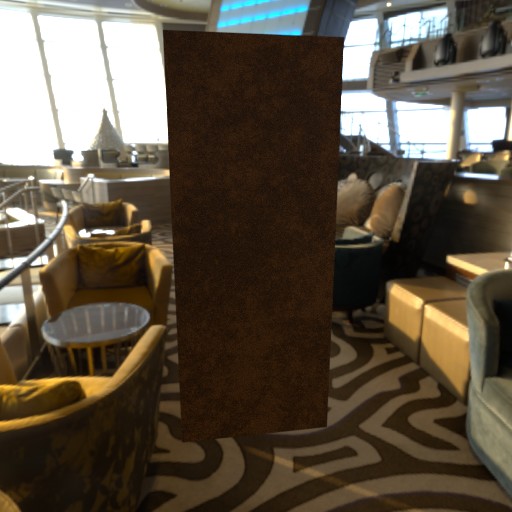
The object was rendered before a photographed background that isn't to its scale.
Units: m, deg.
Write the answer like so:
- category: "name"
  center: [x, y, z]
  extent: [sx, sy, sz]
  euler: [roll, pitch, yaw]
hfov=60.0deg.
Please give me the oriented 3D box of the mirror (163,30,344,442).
- category: "mirror"
  center: [0.000, 0.000, 2.219]
  extent: [0.812, 2.031, 0.032]
  euler: [-2, 14, -9]
